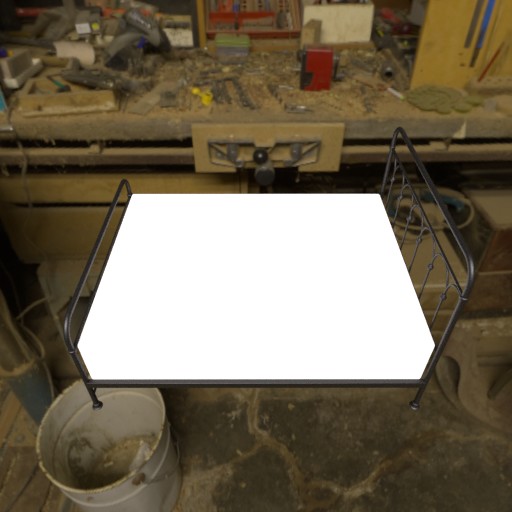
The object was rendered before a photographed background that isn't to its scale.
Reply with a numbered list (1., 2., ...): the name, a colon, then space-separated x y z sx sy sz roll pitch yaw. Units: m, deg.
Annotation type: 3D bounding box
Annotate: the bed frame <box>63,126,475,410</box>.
1. bed frame: 0.000 0.000 3.153 2.203 1.276 1.664 0 42 0
